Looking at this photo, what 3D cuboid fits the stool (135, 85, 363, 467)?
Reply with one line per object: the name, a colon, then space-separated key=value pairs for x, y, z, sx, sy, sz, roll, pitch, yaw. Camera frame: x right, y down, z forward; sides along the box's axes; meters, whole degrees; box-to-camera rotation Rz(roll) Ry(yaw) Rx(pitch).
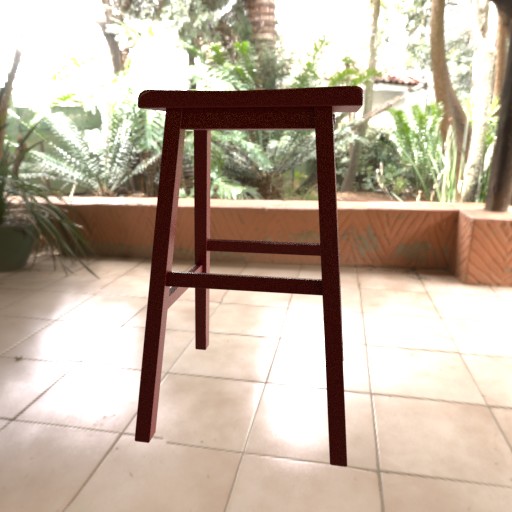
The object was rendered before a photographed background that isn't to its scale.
stool: x=0.000 y=0.000 z=1.064 sx=0.457 sy=0.737 sz=0.476 roll=3 pitch=15 yaw=10
